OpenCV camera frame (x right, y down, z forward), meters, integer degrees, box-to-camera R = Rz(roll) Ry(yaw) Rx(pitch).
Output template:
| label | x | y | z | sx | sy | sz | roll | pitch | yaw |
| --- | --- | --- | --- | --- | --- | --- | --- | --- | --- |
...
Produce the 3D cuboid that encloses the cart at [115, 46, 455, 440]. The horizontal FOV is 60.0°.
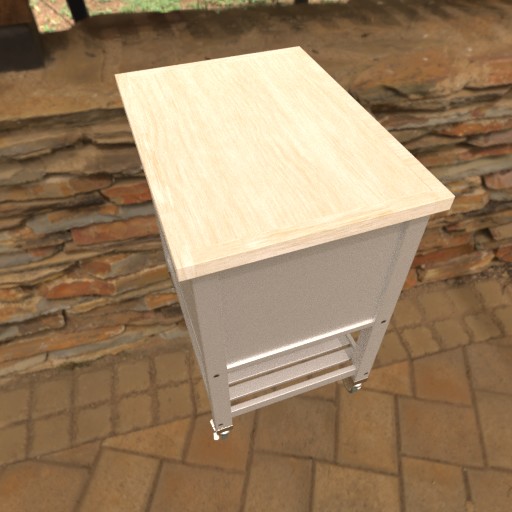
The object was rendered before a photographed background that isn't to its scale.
| label | x | y | z | sx | sy | sz | roll | pitch | yaw |
| --- | --- | --- | --- | --- | --- | --- | --- | --- | --- |
| cart | 0.000 | 0.000 | 1.386 | 0.559 | 0.914 | 0.762 | -15 | 49 | -13 |
